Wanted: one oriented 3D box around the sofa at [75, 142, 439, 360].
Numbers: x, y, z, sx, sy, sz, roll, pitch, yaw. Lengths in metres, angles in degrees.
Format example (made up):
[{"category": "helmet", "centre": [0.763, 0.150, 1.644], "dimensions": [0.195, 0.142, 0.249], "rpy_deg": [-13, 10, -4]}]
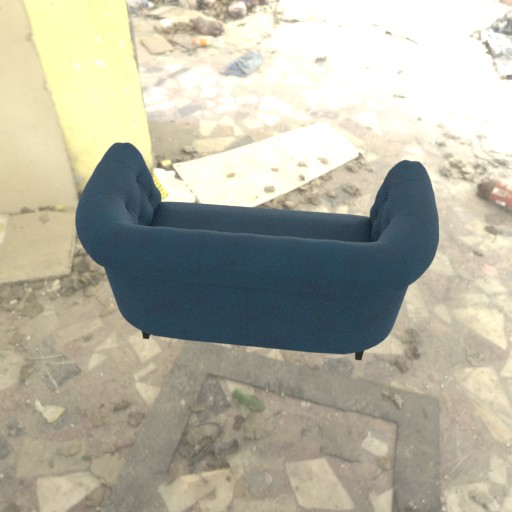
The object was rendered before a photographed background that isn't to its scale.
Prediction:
[{"category": "sofa", "centre": [0.000, 0.000, 2.162], "dimensions": [1.558, 0.827, 0.835], "rpy_deg": [5, 45, 5]}]
